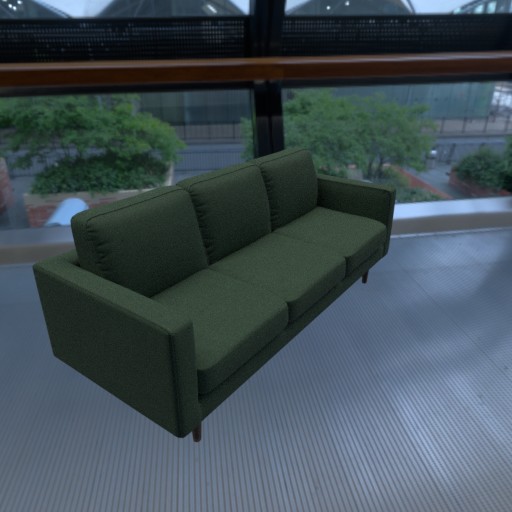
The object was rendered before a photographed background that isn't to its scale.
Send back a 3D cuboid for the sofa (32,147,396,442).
[{"bbox_3d":[0.000,0.000,2.478,0.879,0.899,2.029,18,31,32],"label":"sofa"}]
